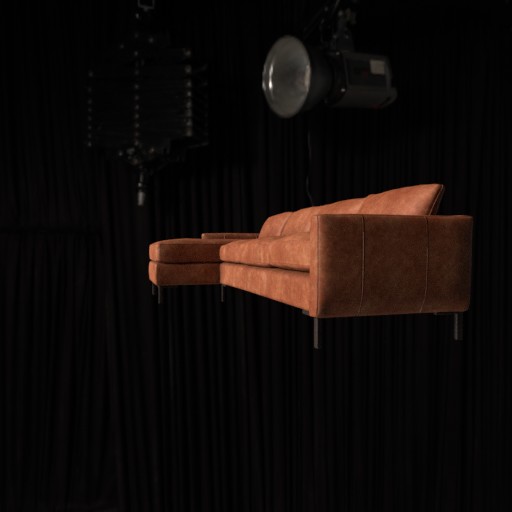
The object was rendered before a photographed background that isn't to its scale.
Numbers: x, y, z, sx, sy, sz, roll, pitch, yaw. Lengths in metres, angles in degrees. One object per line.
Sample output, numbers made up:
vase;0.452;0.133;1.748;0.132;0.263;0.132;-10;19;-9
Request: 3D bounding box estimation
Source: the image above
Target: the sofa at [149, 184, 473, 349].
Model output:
sofa;0.000;0.000;3.524;1.471;0.859;2.993;0;1;-17
